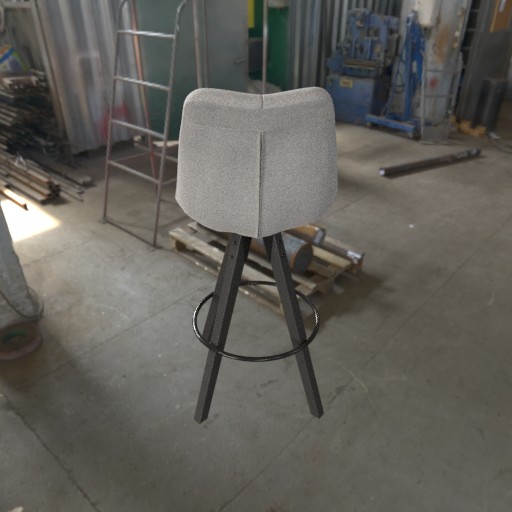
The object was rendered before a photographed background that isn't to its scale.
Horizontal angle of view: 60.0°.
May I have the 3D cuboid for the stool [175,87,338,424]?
[{"bbox_3d":[0.000,0.000,1.431,0.485,1.115,0.550,-2,31,-3],"label":"stool"}]
